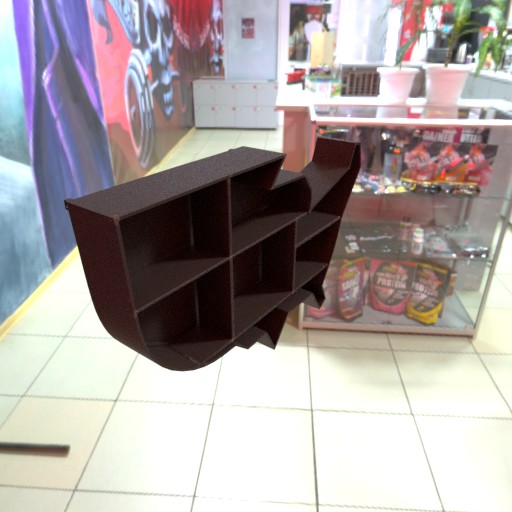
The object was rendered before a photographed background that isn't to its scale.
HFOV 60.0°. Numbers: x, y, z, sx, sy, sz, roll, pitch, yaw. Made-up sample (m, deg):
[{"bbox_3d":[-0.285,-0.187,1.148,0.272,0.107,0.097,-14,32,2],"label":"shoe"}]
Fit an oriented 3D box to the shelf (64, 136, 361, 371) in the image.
[{"bbox_3d":[0.000,0.000,0.927,0.112,0.439,0.729,19,33,32],"label":"shelf"}]
